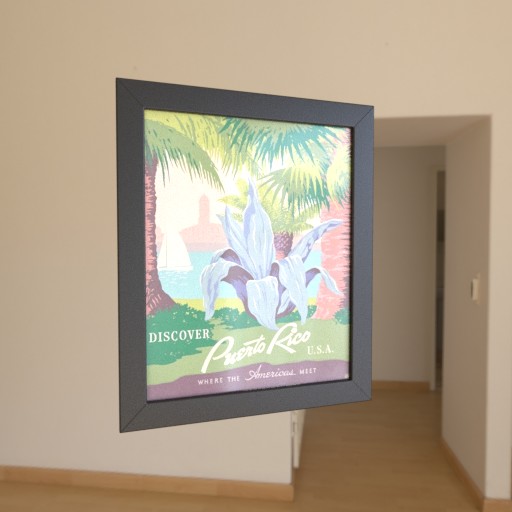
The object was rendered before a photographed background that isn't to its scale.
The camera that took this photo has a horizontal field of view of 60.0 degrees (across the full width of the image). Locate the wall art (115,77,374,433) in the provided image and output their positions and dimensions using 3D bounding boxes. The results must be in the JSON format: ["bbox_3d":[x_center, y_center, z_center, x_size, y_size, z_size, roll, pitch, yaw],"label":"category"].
[{"bbox_3d":[0.000,0.000,0.806,0.481,0.582,0.018,-1,2,-18],"label":"wall art"}]
